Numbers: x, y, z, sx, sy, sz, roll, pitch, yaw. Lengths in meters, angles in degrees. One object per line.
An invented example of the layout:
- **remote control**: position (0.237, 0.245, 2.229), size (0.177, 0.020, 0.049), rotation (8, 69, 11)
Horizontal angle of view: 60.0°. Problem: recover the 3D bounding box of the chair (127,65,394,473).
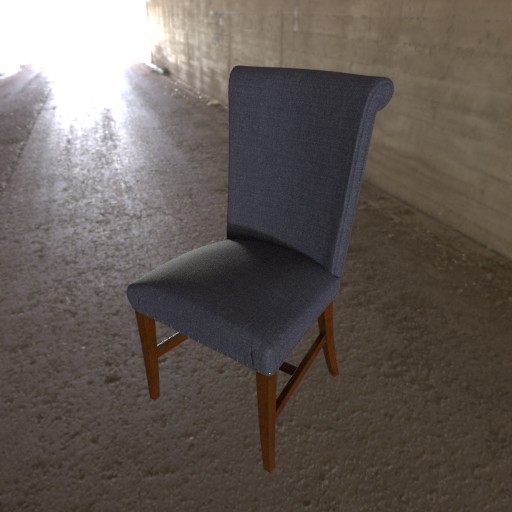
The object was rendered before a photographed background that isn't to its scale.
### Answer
- **chair**: position (0.000, 0.000, 1.327), size (0.513, 0.988, 0.608), rotation (19, 34, 30)
